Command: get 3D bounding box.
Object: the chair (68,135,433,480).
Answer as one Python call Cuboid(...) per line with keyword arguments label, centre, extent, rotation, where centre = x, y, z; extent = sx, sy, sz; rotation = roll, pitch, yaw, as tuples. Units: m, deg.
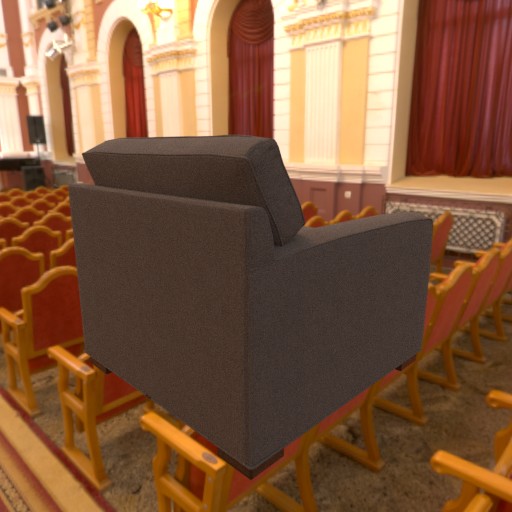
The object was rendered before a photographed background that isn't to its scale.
Cuboid(label="chair", centre=(0.000, 0.000, 1.769), extent=(0.997, 0.913, 1.043), rotation=(13, 19, 43))
